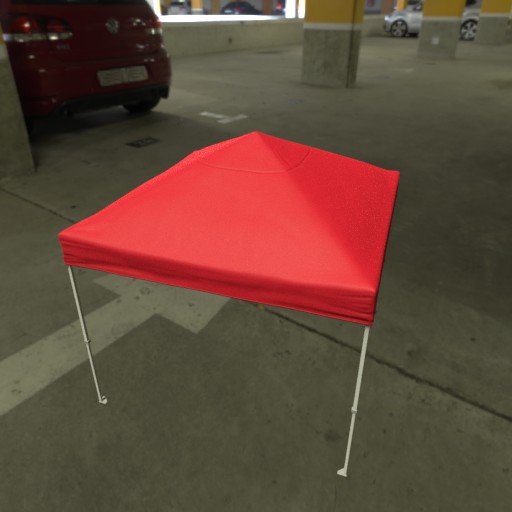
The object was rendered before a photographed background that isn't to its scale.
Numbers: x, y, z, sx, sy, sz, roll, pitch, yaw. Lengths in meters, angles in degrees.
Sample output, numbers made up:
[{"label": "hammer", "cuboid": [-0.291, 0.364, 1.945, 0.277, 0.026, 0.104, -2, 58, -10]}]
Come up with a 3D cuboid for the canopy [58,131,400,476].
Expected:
[{"label": "canopy", "cuboid": [0.000, 0.000, 5.385, 2.998, 2.997, 2.996, 10, 31, 17]}]
